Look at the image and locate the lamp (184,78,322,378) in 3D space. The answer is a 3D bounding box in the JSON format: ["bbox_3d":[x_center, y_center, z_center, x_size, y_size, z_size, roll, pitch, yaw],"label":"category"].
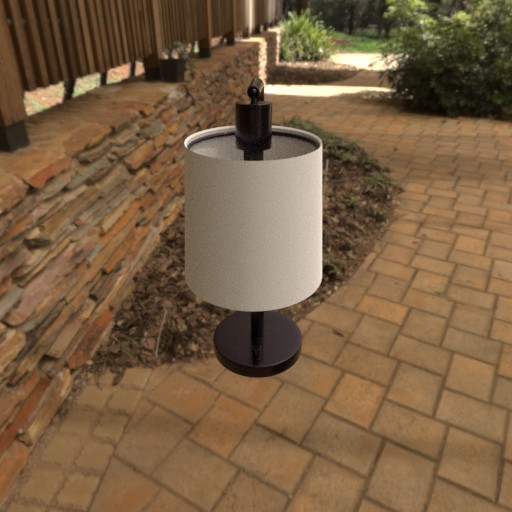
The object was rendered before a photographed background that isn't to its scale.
[{"bbox_3d":[0.000,0.000,0.641,0.171,0.489,0.333,1,30,2],"label":"lamp"}]
